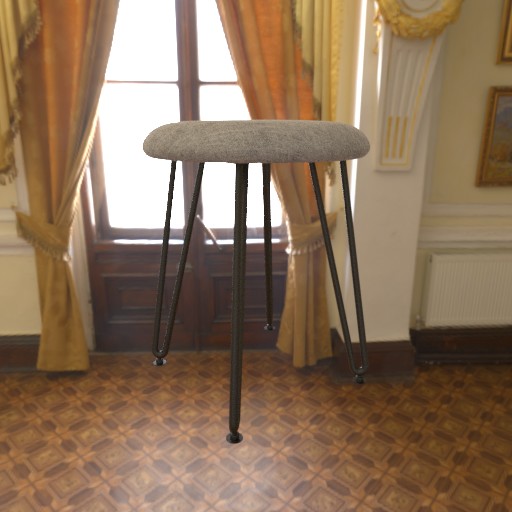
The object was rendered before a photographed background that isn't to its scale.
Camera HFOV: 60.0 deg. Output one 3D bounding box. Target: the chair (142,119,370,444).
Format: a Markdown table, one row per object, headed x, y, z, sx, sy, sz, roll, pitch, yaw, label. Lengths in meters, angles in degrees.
| x | y | z | sx | sy | sz | roll | pitch | yaw | label |
| --- | --- | --- | --- | --- | --- | --- | --- | --- | --- |
| 0.000 | 0.000 | 0.660 | 0.350 | 0.386 | 0.350 | 3 | 16 | 9 | chair |
